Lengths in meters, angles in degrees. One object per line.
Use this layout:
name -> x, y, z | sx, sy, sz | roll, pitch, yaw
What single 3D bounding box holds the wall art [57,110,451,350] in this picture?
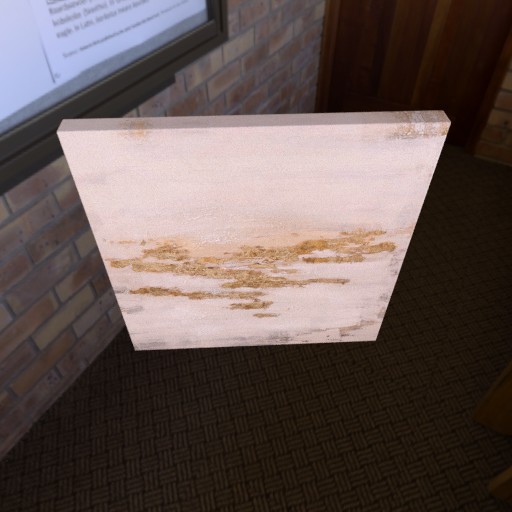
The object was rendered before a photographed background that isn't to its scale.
wall art -> 0.000, 0.000, 0.918 | 0.611, 0.613, 0.040 | -2, 46, -2
